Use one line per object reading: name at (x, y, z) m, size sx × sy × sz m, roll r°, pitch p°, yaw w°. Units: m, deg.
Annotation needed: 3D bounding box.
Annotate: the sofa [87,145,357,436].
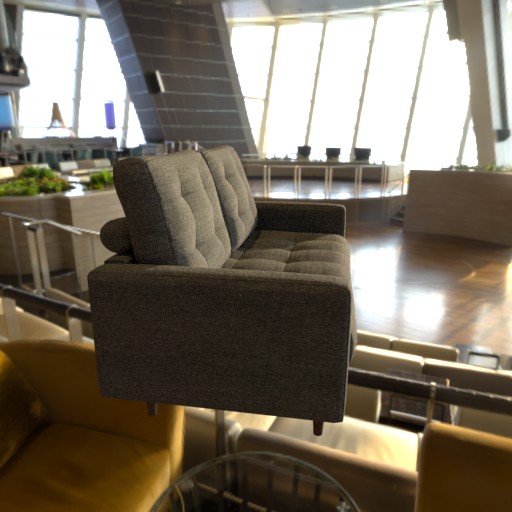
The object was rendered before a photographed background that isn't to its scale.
sofa at (0.000, 0.000, 1.945) m, size 0.842 × 0.907 × 1.407 m, roll 3°, pitch 16°, yaw 10°
